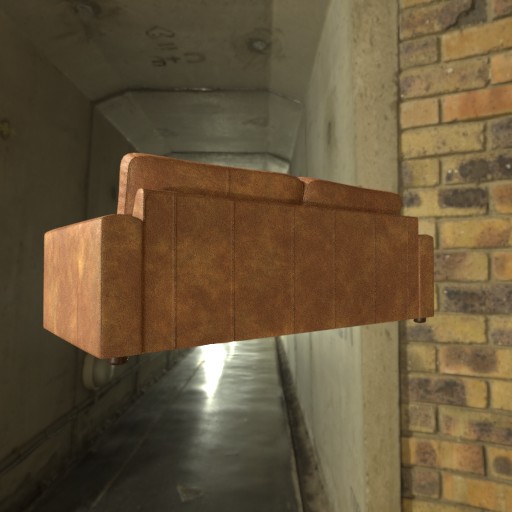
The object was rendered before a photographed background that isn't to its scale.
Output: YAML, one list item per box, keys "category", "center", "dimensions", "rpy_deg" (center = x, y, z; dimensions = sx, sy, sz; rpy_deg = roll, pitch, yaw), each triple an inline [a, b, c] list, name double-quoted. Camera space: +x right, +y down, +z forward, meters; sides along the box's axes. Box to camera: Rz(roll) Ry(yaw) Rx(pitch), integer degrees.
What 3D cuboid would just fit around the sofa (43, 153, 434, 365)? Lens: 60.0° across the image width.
- category: "sofa"
  center: [0.000, 0.000, 2.674]
  dimensions: [2.179, 0.873, 1.016]
  rpy_deg: [1, -1, -37]
